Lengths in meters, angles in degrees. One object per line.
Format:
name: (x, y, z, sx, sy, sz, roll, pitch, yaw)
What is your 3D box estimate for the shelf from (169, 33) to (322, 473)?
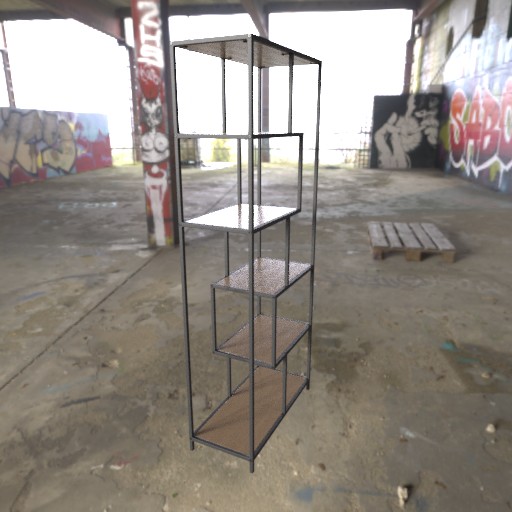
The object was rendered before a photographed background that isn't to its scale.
shelf: (0.000, 0.000, 2.192, 0.350, 1.850, 0.770, 8, 18, 25)
